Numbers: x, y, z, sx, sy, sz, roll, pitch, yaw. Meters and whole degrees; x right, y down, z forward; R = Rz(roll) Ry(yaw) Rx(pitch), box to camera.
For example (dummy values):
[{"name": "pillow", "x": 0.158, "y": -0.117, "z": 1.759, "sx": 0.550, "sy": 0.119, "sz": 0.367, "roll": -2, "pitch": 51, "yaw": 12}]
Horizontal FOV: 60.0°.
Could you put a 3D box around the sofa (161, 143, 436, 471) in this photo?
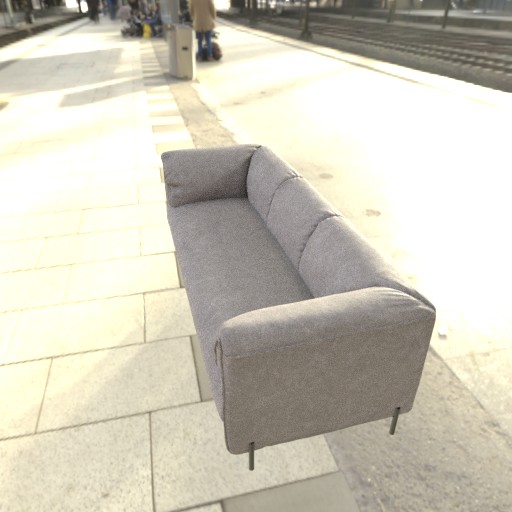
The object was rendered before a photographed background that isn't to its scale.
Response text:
[{"name": "sofa", "x": 0.000, "y": 0.000, "z": 2.679, "sx": 0.899, "sy": 0.758, "sz": 2.238, "roll": -8, "pitch": 31, "yaw": -14}]
